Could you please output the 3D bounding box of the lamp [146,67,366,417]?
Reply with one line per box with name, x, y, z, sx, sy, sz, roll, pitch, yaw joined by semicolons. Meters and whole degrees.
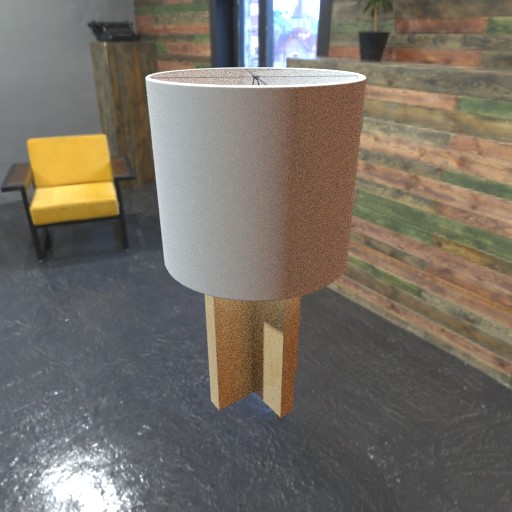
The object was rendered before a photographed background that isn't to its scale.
lamp;0.000;0.000;0.564;0.229;0.428;0.229;-18;32;-32
